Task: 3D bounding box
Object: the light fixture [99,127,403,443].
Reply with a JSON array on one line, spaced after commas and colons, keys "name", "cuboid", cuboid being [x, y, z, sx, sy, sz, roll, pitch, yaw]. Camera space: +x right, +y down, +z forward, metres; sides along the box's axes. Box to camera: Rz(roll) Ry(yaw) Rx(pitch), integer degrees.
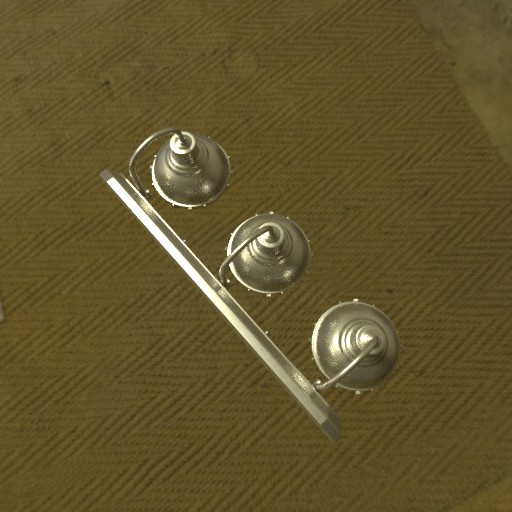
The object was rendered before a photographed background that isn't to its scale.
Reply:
[{"name": "light fixture", "cuboid": [0.000, 0.000, 0.795, 0.229, 0.254, 0.634, -41, 78, -10]}]
